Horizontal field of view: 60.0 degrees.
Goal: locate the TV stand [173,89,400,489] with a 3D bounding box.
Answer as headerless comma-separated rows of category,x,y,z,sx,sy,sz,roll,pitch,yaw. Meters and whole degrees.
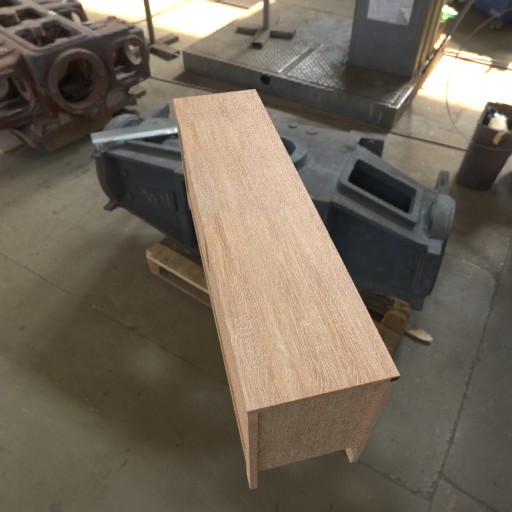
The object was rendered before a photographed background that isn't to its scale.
TV stand,0.000,0.000,1.734,0.398,0.610,1.466,-10,48,-9
